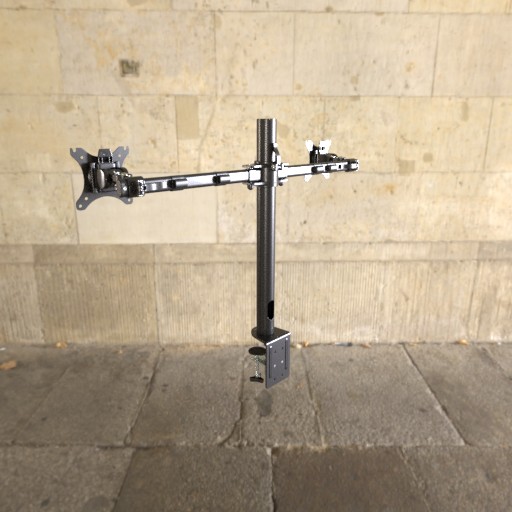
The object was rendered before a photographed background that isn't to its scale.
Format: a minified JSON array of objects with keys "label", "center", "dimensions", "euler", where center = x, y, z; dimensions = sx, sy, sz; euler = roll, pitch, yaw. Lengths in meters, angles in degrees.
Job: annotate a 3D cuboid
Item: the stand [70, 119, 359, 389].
[{"label":"stand","center":[0.000,0.000,1.022],"dimensions":[0.743,0.603,0.150],"euler":[-15,22,-43]}]
